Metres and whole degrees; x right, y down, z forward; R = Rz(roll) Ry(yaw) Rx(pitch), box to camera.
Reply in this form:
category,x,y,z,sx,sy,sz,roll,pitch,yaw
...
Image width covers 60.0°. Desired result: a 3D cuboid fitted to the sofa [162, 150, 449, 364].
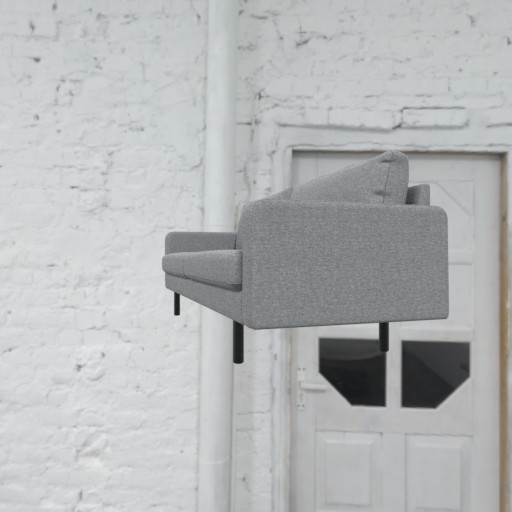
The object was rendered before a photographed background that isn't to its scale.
category,x,y,z,sx,sy,sz,roll,pitch,yaw
sofa,0.000,0.000,2.662,0.880,0.880,2.200,0,0,-19
